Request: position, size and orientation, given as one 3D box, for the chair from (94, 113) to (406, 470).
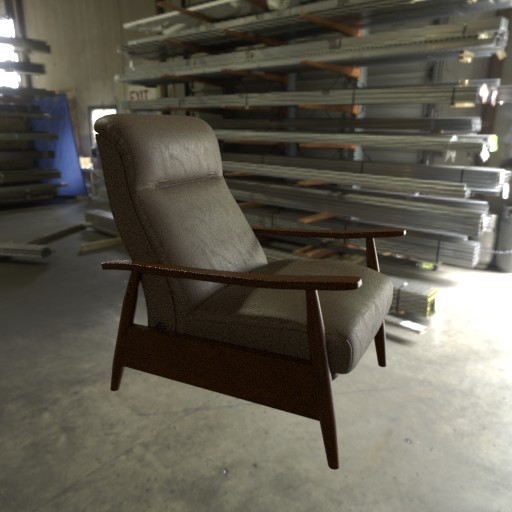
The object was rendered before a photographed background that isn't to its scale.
[{"bbox_3d":[0.000,0.000,1.761,1.014,1.082,0.762,8,18,26],"label":"chair"}]
